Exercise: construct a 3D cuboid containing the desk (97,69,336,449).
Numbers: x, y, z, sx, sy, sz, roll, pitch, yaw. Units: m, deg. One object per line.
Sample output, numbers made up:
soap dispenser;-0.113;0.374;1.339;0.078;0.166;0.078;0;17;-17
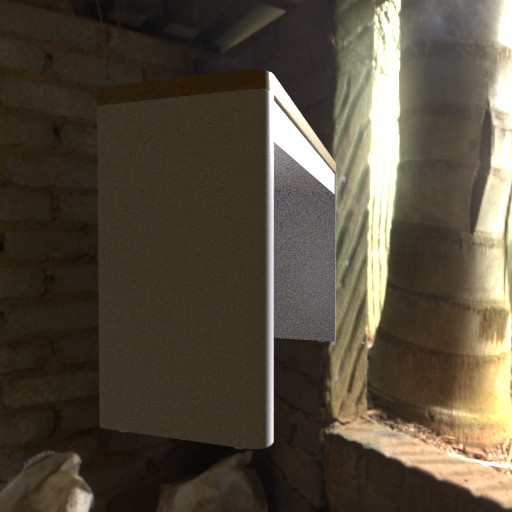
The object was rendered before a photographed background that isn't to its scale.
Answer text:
desk;0.000;0.000;1.449;0.390;0.760;1.100;0;1;17
